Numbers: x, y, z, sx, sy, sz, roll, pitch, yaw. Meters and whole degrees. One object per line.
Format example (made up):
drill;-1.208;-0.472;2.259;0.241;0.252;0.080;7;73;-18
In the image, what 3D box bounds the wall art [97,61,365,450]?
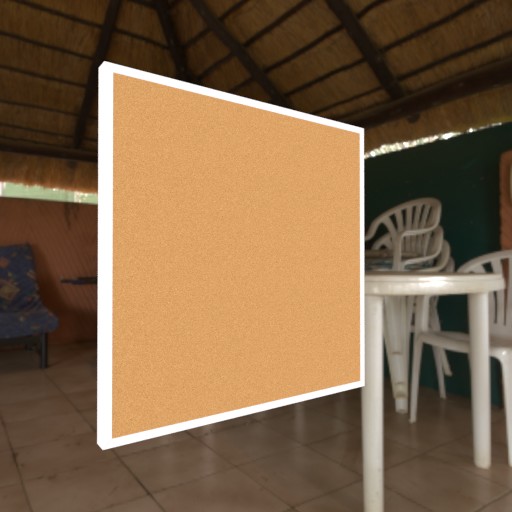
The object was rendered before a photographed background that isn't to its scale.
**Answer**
wall art;0.000;0.000;1.105;0.762;0.762;0.038;0;-1;-36
